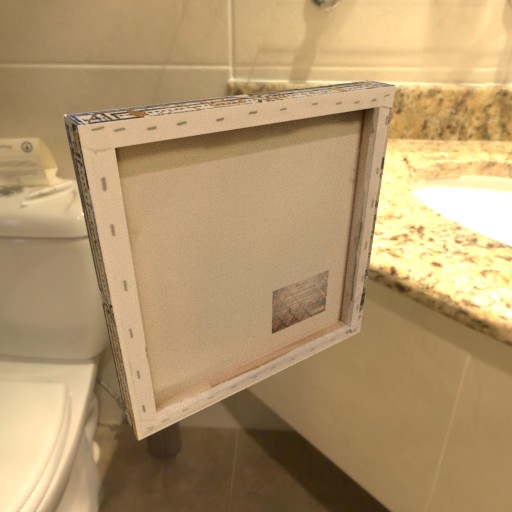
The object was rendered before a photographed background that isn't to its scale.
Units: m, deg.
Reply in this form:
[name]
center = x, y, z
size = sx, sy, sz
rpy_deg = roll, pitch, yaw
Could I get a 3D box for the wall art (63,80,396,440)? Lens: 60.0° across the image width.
[wall art]
center = 0.000, 0.000, 0.447
size = 0.302, 0.306, 0.038
rpy_deg = -18, 34, -29
